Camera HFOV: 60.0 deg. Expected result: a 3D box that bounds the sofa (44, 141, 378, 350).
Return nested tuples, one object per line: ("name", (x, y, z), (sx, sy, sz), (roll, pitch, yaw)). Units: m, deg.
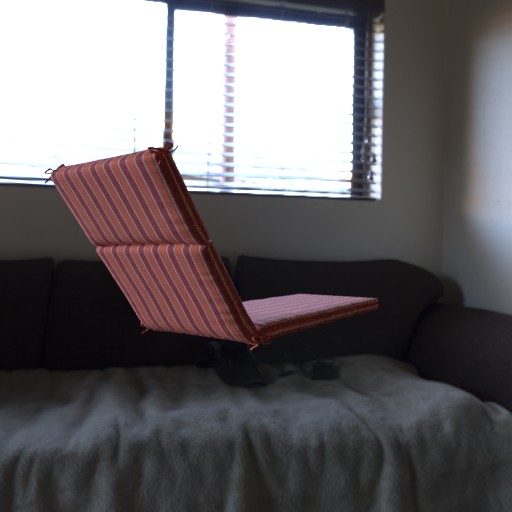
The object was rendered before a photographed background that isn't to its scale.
("sofa", (0.000, 0.000, 1.957), (0.582, 0.622, 1.663), (0, 0, 35))
